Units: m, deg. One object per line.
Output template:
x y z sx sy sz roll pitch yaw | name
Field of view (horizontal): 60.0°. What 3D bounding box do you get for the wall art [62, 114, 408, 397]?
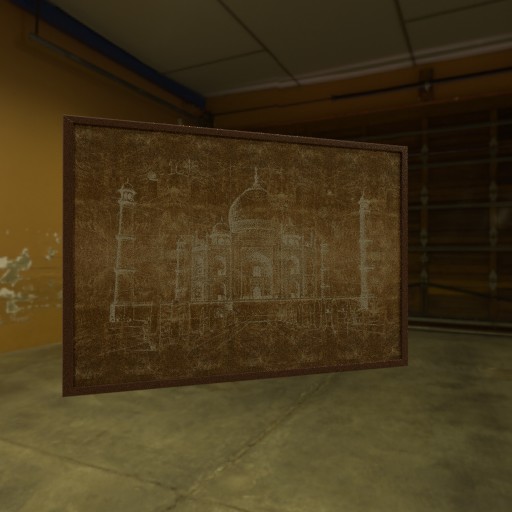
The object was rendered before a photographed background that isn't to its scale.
0.000 0.000 0.822 0.660 0.455 0.014 0 0 -18 | wall art
